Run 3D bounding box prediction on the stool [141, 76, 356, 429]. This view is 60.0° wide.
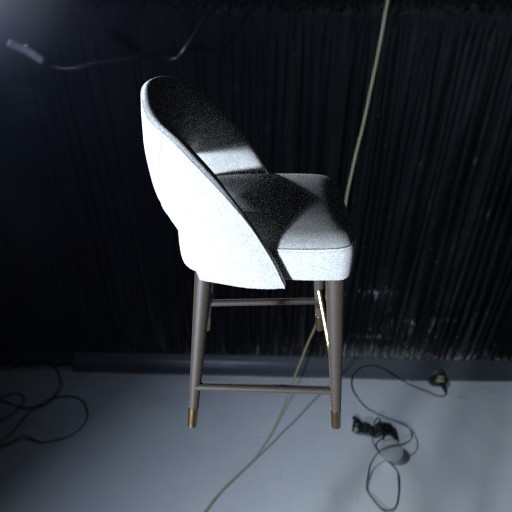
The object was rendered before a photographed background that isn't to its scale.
[{"bbox_3d":[0.000,0.000,1.258,0.509,0.940,0.494,0,33,0],"label":"stool"}]
